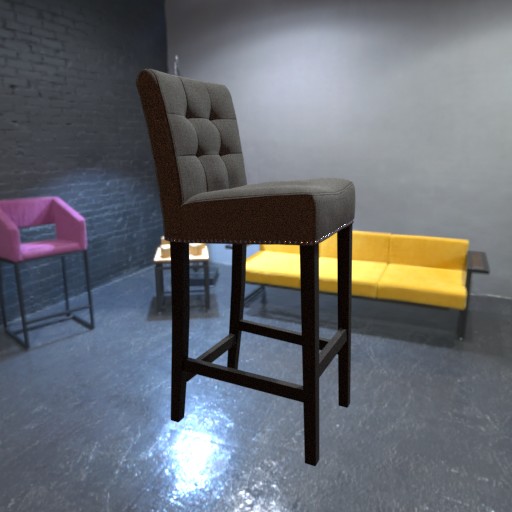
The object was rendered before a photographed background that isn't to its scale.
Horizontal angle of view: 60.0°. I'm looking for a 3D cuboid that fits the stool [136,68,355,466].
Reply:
[{"bbox_3d":[0.000,0.000,1.351,0.548,1.047,0.411,7,16,26],"label":"stool"}]
